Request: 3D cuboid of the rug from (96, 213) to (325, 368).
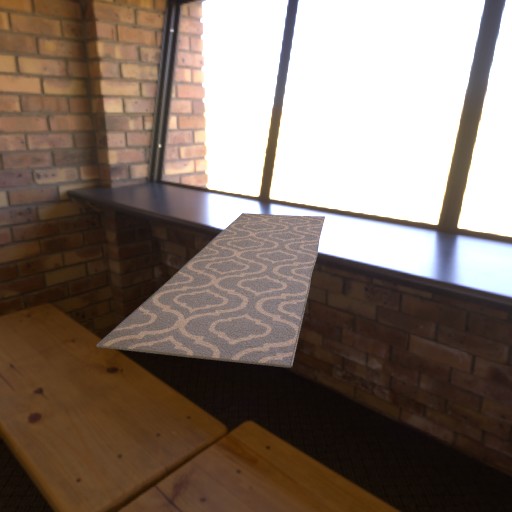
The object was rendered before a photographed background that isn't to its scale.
[{"bbox_3d":[0.000,0.000,2.530,0.684,0.009,2.275,3,18,11],"label":"rug"}]
